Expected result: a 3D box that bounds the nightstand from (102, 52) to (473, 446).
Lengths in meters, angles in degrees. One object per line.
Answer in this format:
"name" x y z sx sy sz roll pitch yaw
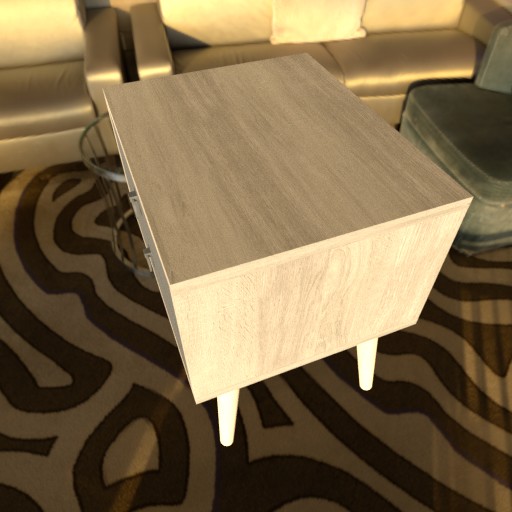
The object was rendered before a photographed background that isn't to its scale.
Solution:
"nightstand" 0.000 0.000 0.806 0.380 0.500 0.450 -16 49 -15
